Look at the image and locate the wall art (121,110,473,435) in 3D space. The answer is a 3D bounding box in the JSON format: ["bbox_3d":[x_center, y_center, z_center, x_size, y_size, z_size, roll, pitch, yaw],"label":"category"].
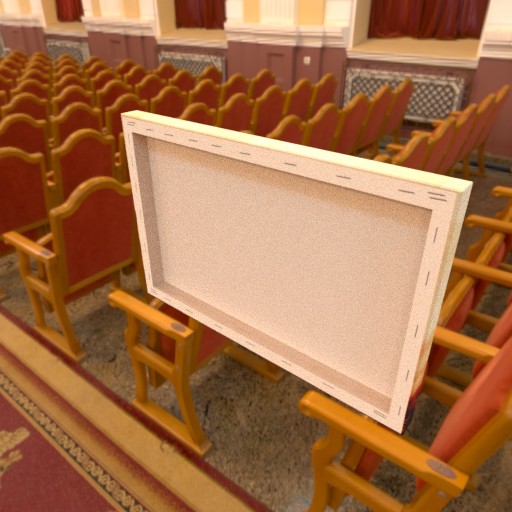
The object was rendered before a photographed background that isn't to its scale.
[{"bbox_3d":[0.000,0.000,0.764,0.613,0.402,0.040,22,36,33],"label":"wall art"}]
